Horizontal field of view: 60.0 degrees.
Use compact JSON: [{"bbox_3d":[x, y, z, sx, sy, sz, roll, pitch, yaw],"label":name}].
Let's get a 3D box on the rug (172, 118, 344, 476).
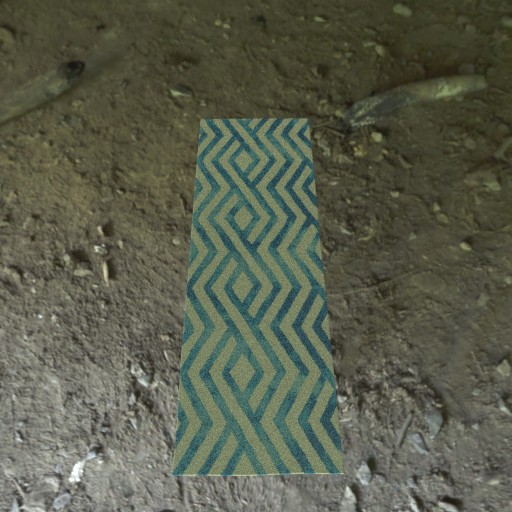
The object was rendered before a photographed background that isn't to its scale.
[{"bbox_3d":[0.000,0.000,1.675,0.503,0.007,1.492,0,59,0],"label":"rug"}]
